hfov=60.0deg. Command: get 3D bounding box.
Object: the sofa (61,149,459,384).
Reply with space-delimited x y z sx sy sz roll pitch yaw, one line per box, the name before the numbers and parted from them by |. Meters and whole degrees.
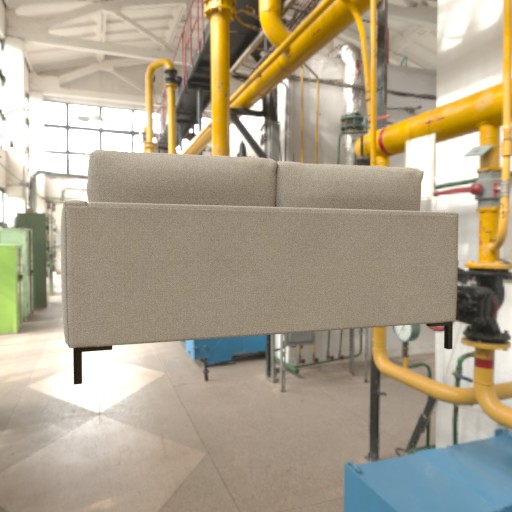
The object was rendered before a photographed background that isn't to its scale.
sofa | 0.000 0.000 2.153 1.682 0.840 0.875 -1 2 -19
